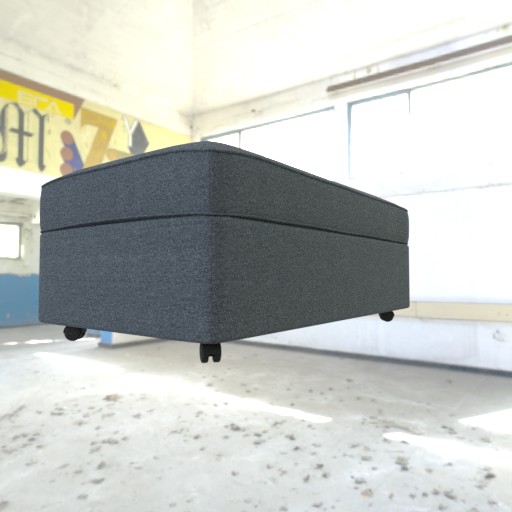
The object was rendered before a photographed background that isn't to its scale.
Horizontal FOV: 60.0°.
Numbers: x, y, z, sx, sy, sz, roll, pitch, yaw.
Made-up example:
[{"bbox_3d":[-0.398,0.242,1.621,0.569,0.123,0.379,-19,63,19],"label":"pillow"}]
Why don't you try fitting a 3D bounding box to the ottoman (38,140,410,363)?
[{"bbox_3d":[0.000,0.000,1.503,0.681,0.494,1.173,-2,-3,37],"label":"ottoman"}]
